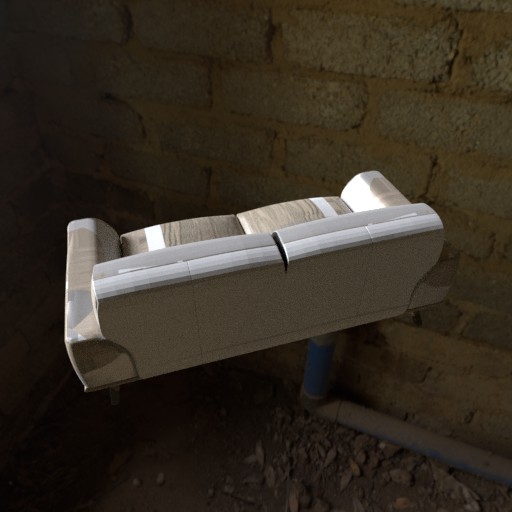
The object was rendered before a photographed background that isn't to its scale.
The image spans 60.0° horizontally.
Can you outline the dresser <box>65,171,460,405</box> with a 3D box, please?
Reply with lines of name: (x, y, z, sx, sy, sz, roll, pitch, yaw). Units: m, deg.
dresser: (0.000, 0.000, 5.888, 4.679, 1.863, 2.251, -11, 43, -13)
